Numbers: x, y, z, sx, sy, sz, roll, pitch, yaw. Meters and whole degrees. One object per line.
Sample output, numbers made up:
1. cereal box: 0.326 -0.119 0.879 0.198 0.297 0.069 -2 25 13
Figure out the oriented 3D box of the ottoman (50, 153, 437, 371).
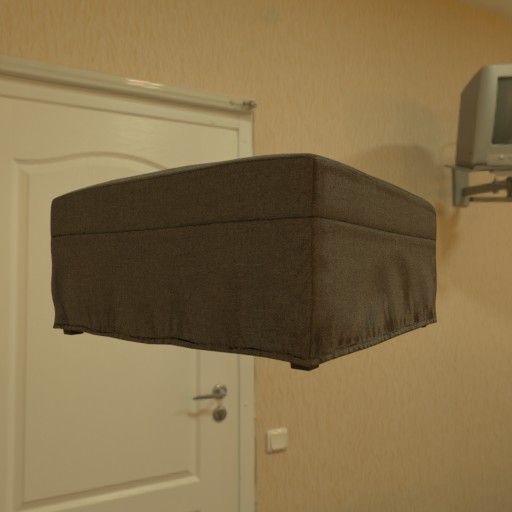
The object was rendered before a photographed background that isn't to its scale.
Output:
1. ottoman: 0.000 0.000 1.309 0.843 0.436 0.840 -1 -2 36
